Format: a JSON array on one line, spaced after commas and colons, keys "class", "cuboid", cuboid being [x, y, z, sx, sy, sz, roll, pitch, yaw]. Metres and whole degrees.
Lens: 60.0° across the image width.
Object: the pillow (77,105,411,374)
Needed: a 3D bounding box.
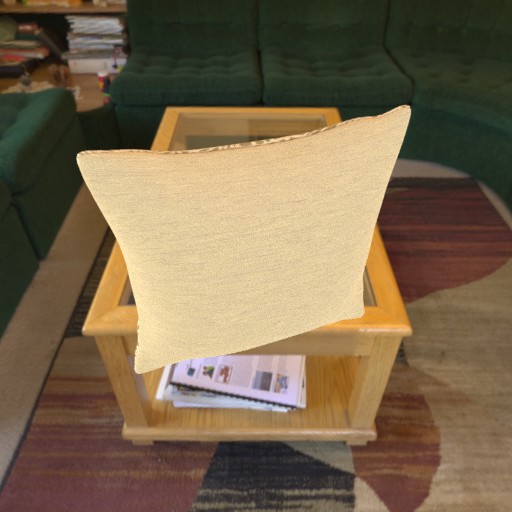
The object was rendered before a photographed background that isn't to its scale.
[{"class": "pillow", "cuboid": [0.000, 0.000, 0.682, 0.438, 0.421, 0.167, -12, 42, -13]}]
